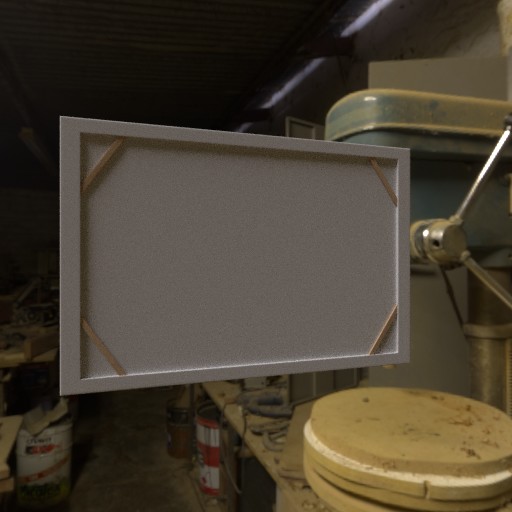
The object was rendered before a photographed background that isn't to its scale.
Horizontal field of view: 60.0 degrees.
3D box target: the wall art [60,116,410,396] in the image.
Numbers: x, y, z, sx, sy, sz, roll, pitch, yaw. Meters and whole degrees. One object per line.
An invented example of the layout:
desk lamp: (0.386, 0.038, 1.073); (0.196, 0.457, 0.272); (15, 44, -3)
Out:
wall art: (0.000, 0.000, 1.131); (0.914, 0.609, 0.038); (0, 0, -19)
